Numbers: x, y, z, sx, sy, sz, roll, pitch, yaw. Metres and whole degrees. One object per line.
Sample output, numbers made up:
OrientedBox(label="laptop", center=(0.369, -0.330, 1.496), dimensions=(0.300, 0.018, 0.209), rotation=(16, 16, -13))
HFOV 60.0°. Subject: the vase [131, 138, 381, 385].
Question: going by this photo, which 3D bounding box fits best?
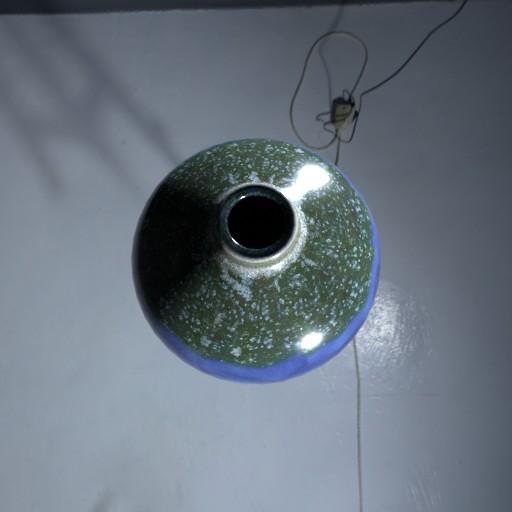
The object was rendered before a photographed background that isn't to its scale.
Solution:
OrientedBox(label="vase", center=(0.000, 0.000, 0.275), dimensions=(0.154, 0.133, 0.154), rotation=(0, 76, 0))
